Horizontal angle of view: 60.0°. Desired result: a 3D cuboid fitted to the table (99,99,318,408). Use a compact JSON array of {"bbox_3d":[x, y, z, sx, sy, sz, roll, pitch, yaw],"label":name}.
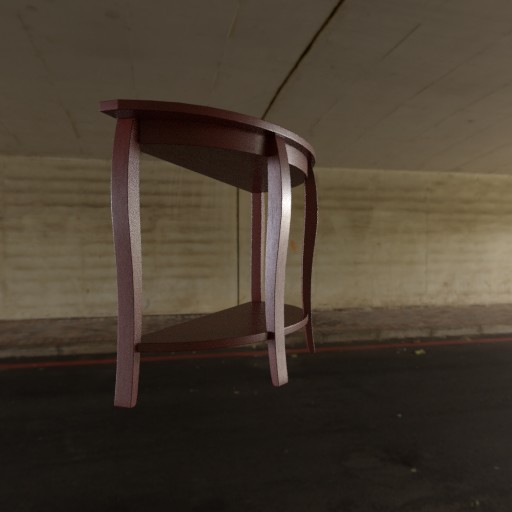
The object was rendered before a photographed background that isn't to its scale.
[{"bbox_3d":[0.000,0.000,1.616,0.405,0.779,1.219,0,1,19],"label":"table"}]
